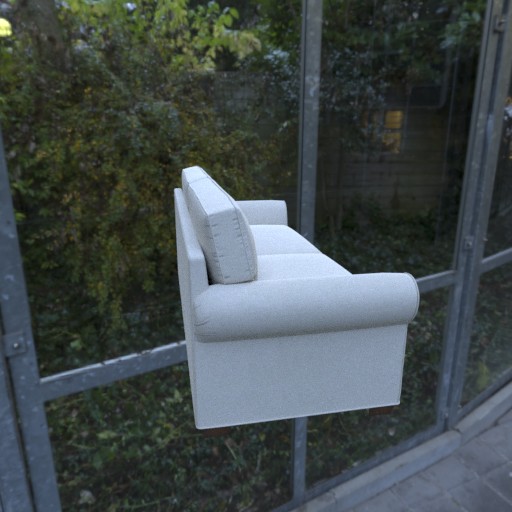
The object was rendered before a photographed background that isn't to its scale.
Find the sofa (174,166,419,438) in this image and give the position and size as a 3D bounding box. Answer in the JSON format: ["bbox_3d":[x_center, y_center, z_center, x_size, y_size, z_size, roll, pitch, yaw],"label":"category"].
[{"bbox_3d":[0.000,0.000,2.678,0.901,0.962,2.146,-3,16,-11],"label":"sofa"}]
